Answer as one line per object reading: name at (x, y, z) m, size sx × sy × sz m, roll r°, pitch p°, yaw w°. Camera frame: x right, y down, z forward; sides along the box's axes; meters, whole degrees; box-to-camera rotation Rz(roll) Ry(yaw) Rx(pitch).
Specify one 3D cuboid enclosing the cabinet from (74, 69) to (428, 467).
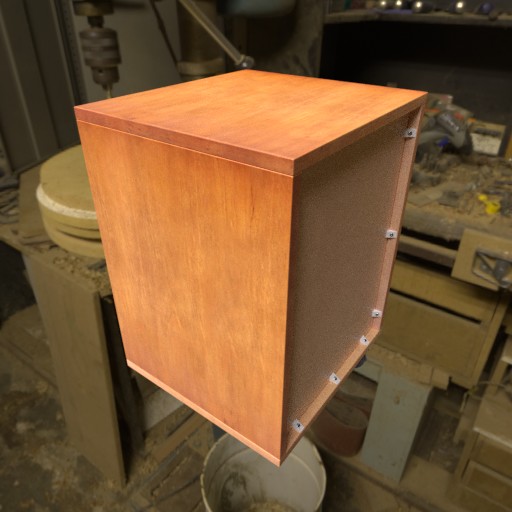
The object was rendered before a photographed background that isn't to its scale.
cabinet at (0.000, 0.000, 0.843) m, size 0.401 × 0.579 × 0.409 m, roll 21°, pitch 38°, yaw 31°
